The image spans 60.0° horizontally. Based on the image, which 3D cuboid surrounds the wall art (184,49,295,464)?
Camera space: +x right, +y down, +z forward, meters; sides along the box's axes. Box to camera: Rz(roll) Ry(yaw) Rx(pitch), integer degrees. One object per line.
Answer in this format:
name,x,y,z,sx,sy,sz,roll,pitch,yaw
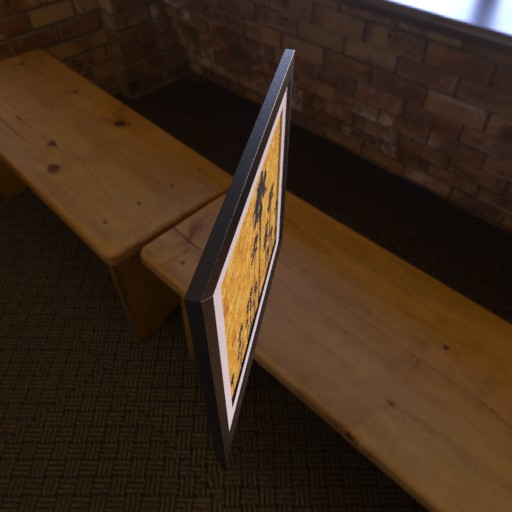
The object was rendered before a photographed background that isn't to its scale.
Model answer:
wall art,0.000,0.000,0.534,0.012,0.332,0.383,9,49,8
